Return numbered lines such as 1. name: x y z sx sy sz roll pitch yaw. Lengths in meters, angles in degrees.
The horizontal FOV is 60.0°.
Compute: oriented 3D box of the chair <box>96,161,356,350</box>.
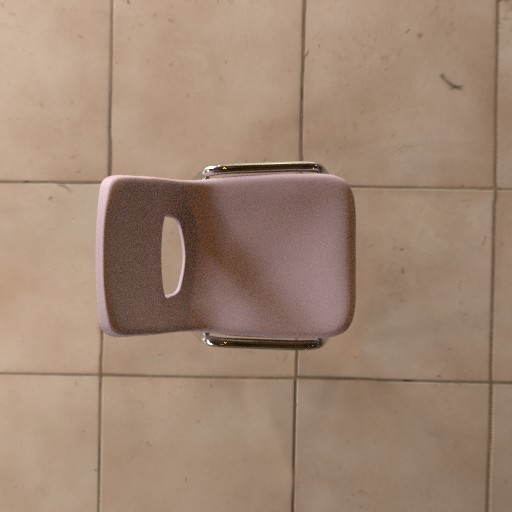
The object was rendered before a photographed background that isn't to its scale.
1. chair: 0.000 0.000 0.796 0.385 0.536 0.354 0 90 0
